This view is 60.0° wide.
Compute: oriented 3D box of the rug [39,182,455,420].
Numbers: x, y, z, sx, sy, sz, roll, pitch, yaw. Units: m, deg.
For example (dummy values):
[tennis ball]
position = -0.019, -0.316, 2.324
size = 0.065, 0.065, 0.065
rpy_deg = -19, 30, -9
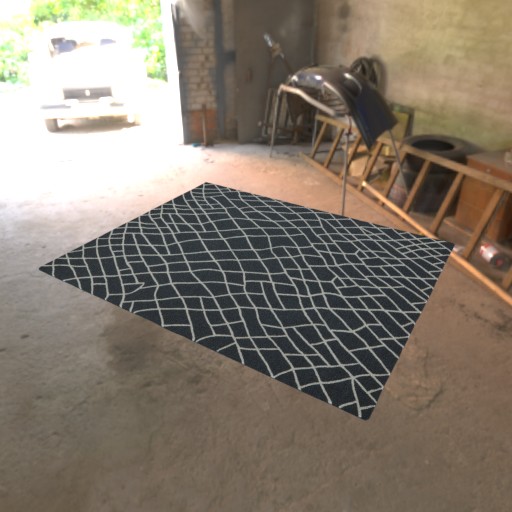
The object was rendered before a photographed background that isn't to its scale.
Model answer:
[rug]
position = 0.000, 0.000, 4.115
size = 3.047, 0.022, 2.439
rpy_deg = 18, 35, 27
